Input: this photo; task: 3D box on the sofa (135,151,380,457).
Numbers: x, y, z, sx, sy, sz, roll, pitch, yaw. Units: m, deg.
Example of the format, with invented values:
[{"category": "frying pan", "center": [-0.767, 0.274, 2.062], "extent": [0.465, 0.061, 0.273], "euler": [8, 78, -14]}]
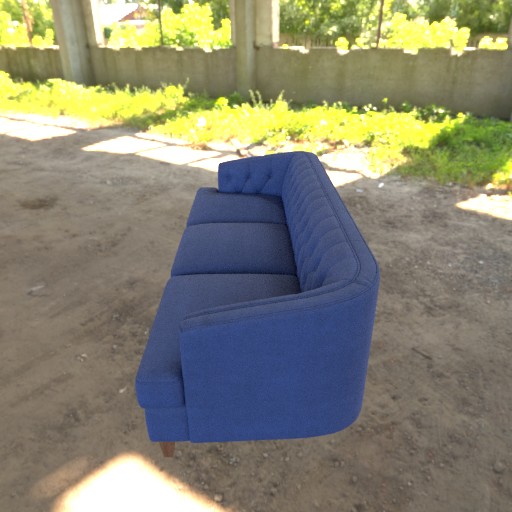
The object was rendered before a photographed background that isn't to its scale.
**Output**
[{"category": "sofa", "center": [0.000, 0.000, 2.600], "extent": [0.914, 0.787, 2.235], "euler": [0, 27, -1]}]
